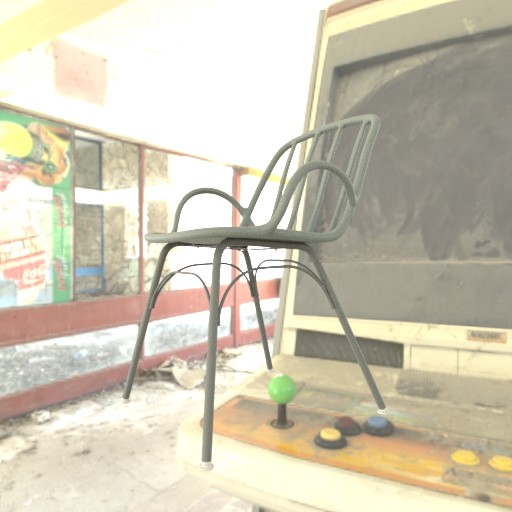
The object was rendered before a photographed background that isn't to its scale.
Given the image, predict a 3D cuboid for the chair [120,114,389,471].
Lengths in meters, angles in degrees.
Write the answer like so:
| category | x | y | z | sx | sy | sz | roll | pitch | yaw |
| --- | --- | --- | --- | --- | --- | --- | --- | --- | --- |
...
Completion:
| category | x | y | z | sx | sy | sz | roll | pitch | yaw |
| --- | --- | --- | --- | --- | --- | --- | --- | --- | --- |
| chair | 0.000 | 0.000 | 1.209 | 0.597 | 0.816 | 0.549 | -1 | 1 | -36 |
